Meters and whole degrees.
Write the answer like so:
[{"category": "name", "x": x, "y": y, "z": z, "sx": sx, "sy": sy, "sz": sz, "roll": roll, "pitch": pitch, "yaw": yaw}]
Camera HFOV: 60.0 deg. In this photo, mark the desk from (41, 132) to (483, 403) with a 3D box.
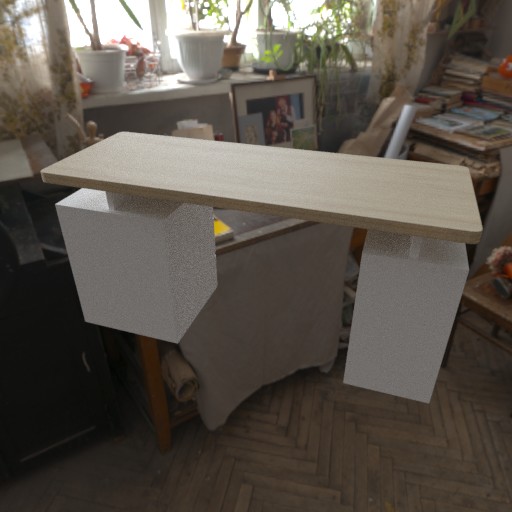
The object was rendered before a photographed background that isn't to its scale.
[{"category": "desk", "x": 0.000, "y": 0.000, "z": 1.837, "sx": 1.500, "sy": 0.755, "sz": 0.550, "roll": 10, "pitch": 33, "yaw": 15}]
